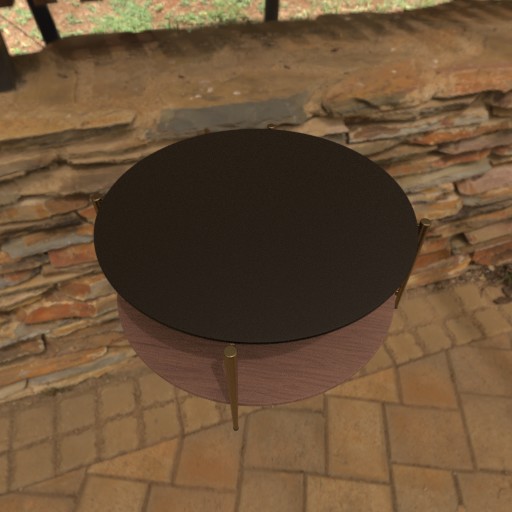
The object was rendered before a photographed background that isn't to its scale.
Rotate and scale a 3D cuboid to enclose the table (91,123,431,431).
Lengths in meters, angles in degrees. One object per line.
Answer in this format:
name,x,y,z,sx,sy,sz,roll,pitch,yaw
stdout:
table,0.000,0.000,1.462,0.938,0.400,0.938,-17,48,-16
